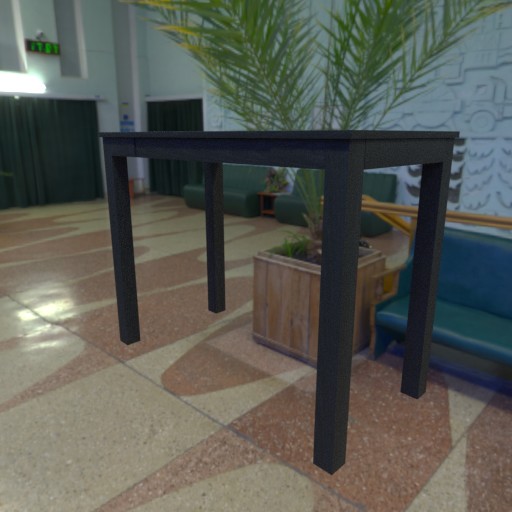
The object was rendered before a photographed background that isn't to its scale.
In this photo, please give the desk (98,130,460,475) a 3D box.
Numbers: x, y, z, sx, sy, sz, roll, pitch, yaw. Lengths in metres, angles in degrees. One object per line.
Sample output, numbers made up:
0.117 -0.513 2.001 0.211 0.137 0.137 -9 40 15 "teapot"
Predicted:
0.000 0.000 1.412 0.499 0.762 0.991 -15 21 -43 "desk"
